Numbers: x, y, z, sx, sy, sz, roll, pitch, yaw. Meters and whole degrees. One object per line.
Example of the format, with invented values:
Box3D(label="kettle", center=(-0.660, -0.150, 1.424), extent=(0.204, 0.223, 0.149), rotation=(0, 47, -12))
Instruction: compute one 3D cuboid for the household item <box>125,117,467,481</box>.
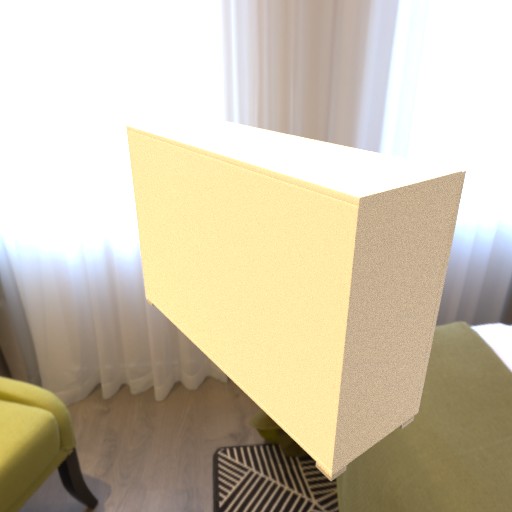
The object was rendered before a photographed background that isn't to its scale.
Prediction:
Box3D(label="household item", center=(0.000, 0.000, 1.710), extent=(0.420, 0.867, 1.300), rotation=(-17, 30, -33))
